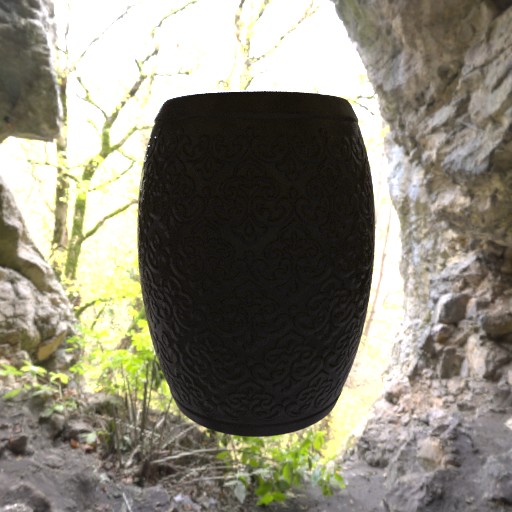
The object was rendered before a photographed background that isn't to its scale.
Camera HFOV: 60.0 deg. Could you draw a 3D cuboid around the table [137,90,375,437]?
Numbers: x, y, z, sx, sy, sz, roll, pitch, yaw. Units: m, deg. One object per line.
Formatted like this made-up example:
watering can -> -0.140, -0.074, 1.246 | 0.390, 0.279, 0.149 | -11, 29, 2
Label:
table -> 0.000, 0.000, 0.600 | 0.309, 0.397, 0.309 | 0, 13, 0
